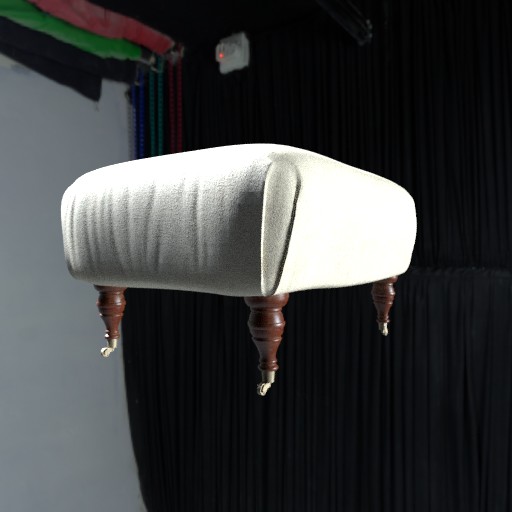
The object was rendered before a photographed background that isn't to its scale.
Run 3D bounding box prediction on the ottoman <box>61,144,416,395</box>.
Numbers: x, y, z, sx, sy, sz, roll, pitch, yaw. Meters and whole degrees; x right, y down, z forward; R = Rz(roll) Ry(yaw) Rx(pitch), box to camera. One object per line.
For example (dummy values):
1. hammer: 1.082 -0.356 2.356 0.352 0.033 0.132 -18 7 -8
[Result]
1. ottoman: 0.000 0.000 1.119 0.622 0.450 0.747 1 2 36
